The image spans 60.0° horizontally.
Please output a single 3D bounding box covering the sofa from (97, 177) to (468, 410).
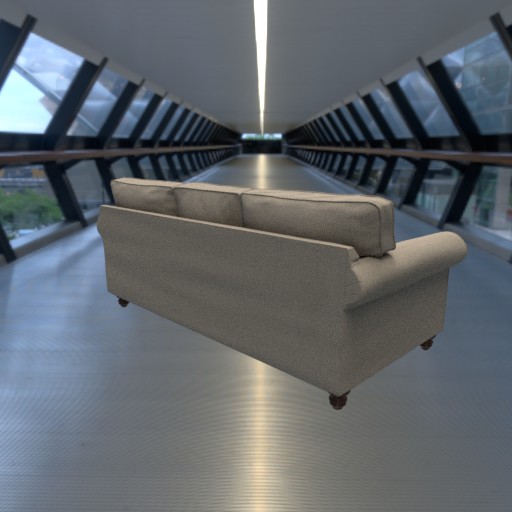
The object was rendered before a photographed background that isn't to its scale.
[{"bbox_3d":[0.000,0.000,2.666,0.998,0.889,2.118,-13,18,-43],"label":"sofa"}]
